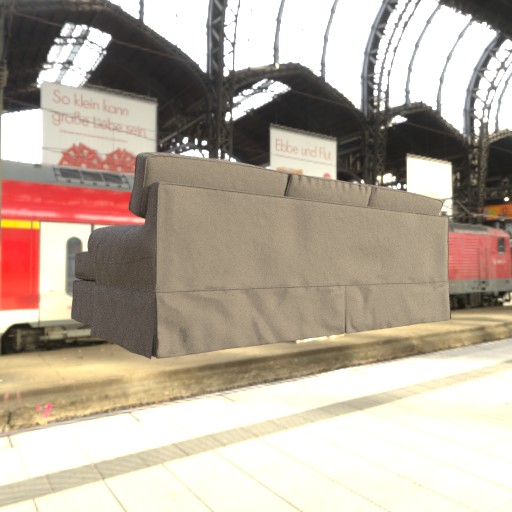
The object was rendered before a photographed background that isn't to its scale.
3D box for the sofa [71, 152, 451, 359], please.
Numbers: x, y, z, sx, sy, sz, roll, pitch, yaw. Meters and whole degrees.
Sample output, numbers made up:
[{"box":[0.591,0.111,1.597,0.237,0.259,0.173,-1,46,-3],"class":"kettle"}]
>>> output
[{"box":[0.000,0.000,3.336,2.475,0.978,1.733,1,-2,-36],"class":"sofa"}]
